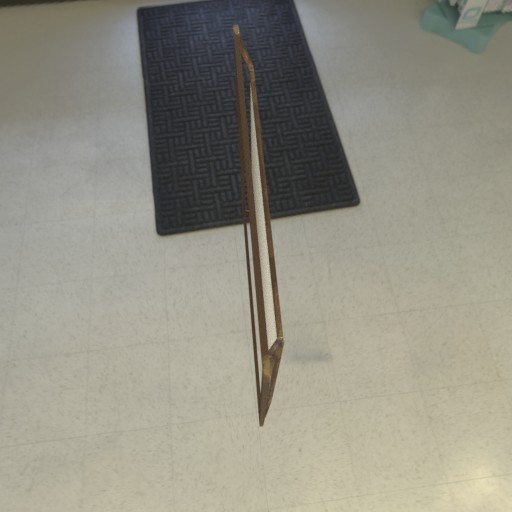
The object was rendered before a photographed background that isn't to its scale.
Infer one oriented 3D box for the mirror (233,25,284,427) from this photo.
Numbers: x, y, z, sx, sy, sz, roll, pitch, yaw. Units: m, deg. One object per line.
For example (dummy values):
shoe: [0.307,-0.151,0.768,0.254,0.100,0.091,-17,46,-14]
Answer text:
mirror: [0.000,0.000,0.920,0.032,0.610,0.610,-4,64,-2]
